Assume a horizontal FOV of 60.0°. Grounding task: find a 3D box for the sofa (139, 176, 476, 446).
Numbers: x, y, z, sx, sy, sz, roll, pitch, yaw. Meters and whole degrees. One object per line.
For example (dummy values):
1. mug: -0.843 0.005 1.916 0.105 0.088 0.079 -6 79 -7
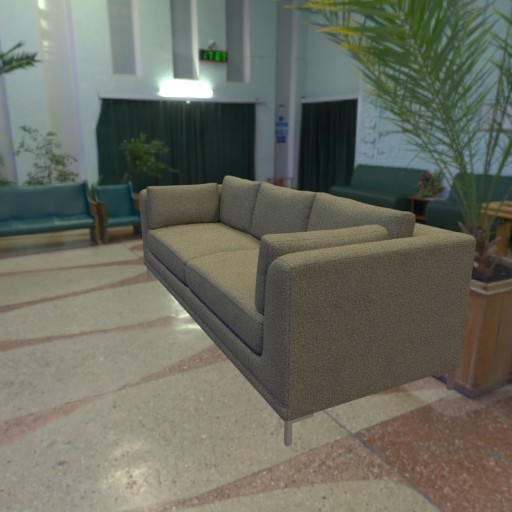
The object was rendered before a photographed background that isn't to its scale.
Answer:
1. sofa: 0.000 0.000 2.851 0.969 0.867 2.415 -7 17 -25
